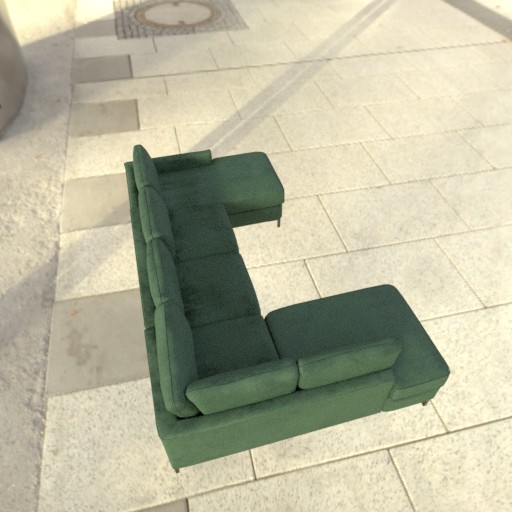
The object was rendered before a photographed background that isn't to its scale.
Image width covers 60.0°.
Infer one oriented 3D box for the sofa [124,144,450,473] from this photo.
[{"bbox_3d":[0.000,0.000,3.859,1.992,0.861,2.994,-11,47,-11],"label":"sofa"}]
